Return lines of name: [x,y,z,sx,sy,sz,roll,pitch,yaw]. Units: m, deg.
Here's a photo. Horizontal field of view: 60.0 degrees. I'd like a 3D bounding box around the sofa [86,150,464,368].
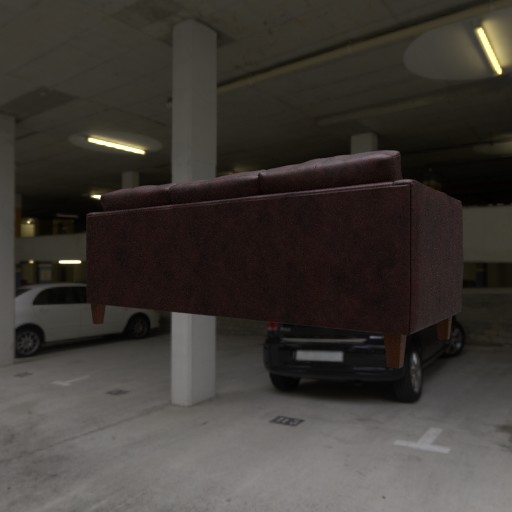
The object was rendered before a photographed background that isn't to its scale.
sofa: [0.000,0.000,3.030,2.464,1.006,1.045,0,-1,36]
